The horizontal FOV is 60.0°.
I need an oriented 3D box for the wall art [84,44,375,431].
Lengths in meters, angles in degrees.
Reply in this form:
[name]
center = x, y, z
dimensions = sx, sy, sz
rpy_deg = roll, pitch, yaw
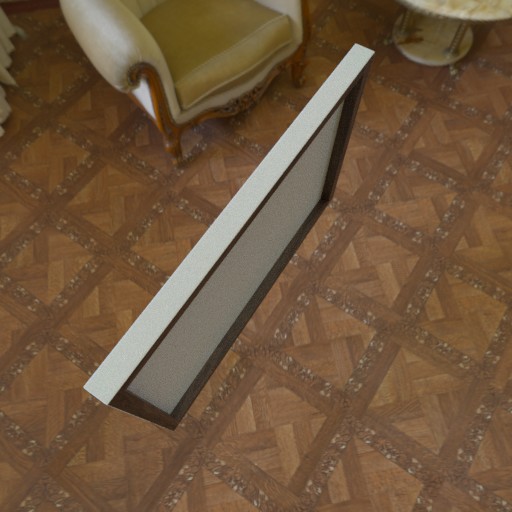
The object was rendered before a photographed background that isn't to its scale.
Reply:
[wall art]
center = 0.000, 0.000, 1.125
dimensions = 0.050, 0.610, 0.914
rpy_deg = 31, 69, 13
